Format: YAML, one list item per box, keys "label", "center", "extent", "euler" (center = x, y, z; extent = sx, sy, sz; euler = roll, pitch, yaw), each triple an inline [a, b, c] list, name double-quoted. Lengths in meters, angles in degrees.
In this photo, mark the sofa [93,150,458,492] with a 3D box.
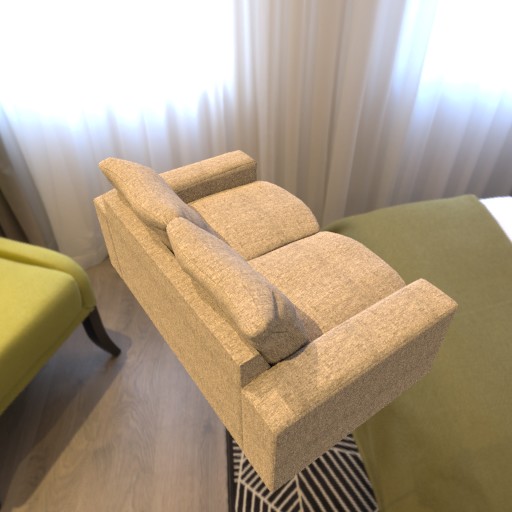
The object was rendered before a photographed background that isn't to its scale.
- label: "sofa"
  center: [0.000, 0.000, 2.347]
  extent: [1.094, 0.877, 1.758]
  euler: [-25, 47, -26]
